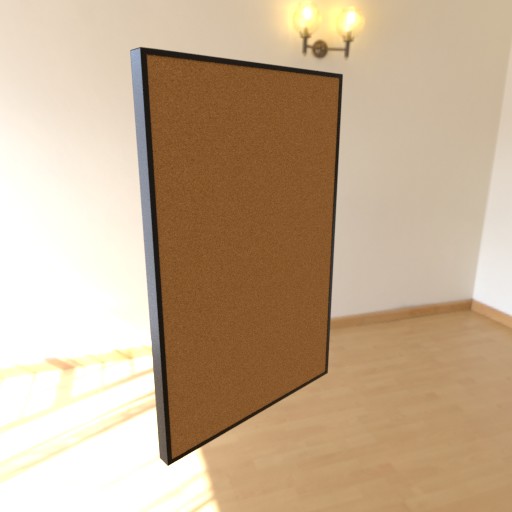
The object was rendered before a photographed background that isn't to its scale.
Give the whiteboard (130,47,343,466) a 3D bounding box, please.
[{"bbox_3d":[0.000,0.000,0.761,0.406,0.611,0.026,-15,22,-41],"label":"whiteboard"}]
